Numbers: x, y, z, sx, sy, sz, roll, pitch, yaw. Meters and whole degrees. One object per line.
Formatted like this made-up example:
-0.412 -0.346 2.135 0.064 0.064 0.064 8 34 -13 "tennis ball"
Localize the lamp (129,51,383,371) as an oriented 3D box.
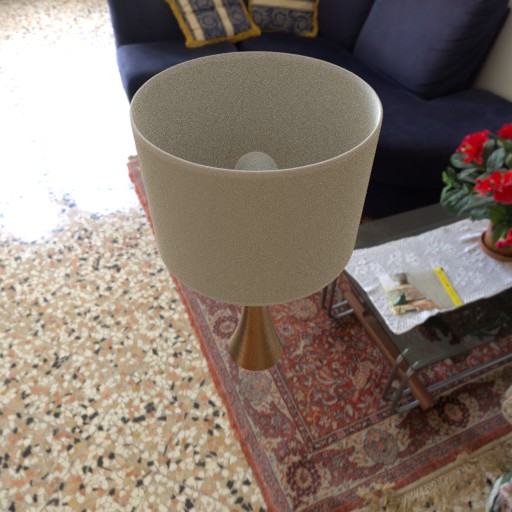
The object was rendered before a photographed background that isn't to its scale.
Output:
0.000 0.000 0.647 0.268 0.479 0.268 24 50 21 "lamp"
